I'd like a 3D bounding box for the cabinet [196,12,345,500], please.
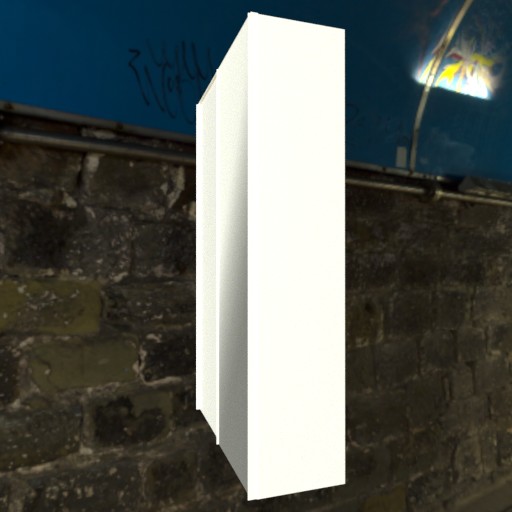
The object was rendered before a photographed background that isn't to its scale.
[{"bbox_3d":[0.000,0.000,2.620,0.480,2.160,1.250,0,0,-18],"label":"cabinet"}]
